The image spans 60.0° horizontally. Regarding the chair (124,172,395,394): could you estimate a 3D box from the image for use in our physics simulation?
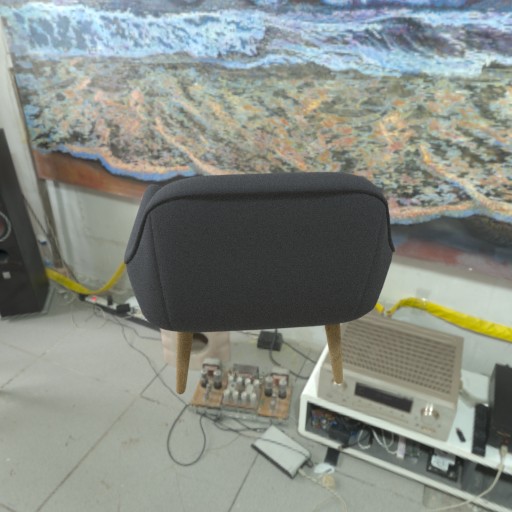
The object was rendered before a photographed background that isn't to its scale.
[{"bbox_3d":[0.000,0.000,1.439,0.770,0.800,0.779,-2,30,-4],"label":"chair"}]
